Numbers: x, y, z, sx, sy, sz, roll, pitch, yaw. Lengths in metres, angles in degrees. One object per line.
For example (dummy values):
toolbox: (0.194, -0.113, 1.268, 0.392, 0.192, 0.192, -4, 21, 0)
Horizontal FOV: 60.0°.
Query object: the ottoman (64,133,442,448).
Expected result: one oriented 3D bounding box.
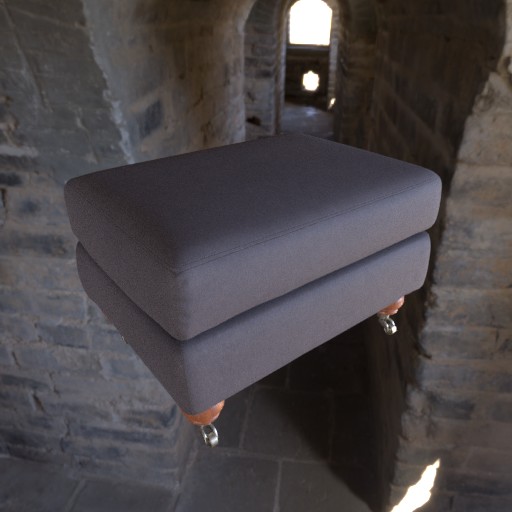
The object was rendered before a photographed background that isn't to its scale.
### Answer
ottoman: (0.000, 0.000, 1.157, 0.773, 0.497, 0.574, -21, 35, -33)
